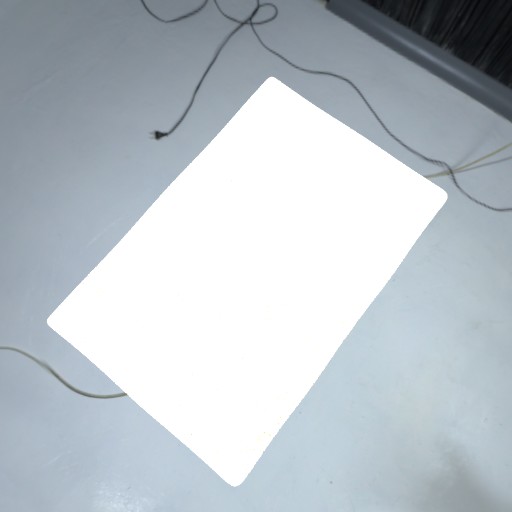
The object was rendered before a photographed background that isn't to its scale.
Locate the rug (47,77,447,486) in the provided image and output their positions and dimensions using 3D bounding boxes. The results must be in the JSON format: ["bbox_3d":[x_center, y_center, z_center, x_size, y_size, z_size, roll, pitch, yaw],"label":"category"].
[{"bbox_3d":[0.000,0.000,3.383,1.798,0.025,2.698,37,77,10],"label":"rug"}]
